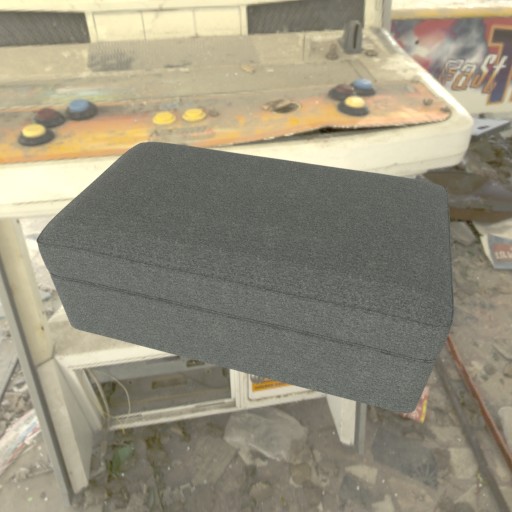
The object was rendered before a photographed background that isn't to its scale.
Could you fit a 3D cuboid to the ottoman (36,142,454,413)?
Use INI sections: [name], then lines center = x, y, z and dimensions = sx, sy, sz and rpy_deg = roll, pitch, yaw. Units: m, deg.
[ottoman]
center = 0.000, 0.000, 1.525
dimensions = 1.173, 0.494, 0.681
rpy_deg = 11, 42, 13
